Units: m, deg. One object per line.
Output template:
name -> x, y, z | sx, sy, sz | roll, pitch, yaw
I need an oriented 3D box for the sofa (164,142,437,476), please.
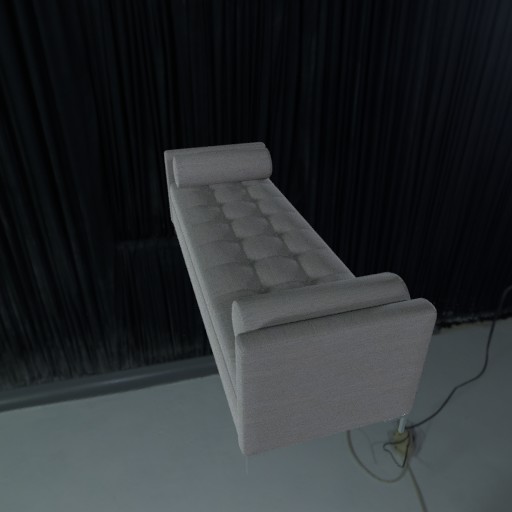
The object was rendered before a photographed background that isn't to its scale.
sofa -> 0.000, 0.000, 2.348 | 0.686, 0.635, 1.981 | -9, 32, -14
